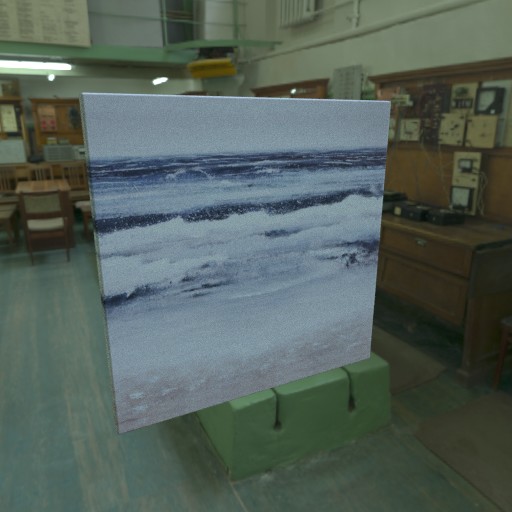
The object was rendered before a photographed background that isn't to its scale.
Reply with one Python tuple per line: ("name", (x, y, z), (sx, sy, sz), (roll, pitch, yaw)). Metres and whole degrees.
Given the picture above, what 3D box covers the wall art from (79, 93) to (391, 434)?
("wall art", (0.000, 0.000, 1.112), (0.755, 0.747, 0.065), (-9, 19, -26))
